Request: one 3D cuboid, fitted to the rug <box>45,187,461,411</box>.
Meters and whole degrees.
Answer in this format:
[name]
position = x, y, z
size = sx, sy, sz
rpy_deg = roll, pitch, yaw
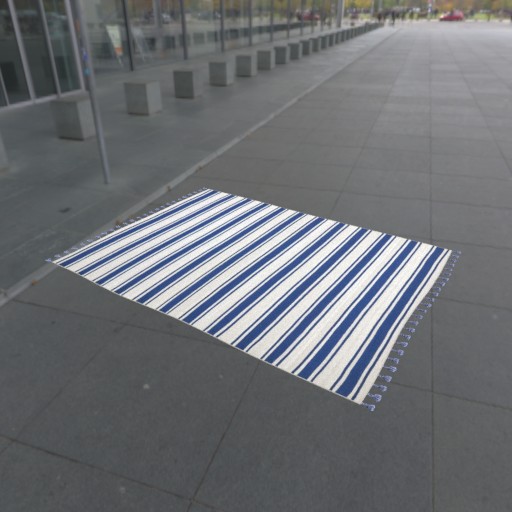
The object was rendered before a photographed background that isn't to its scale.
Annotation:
[rug]
position = 0.000, 0.000, 4.440
size = 3.416, 0.016, 2.471
rpy_deg = 18, 34, 29
